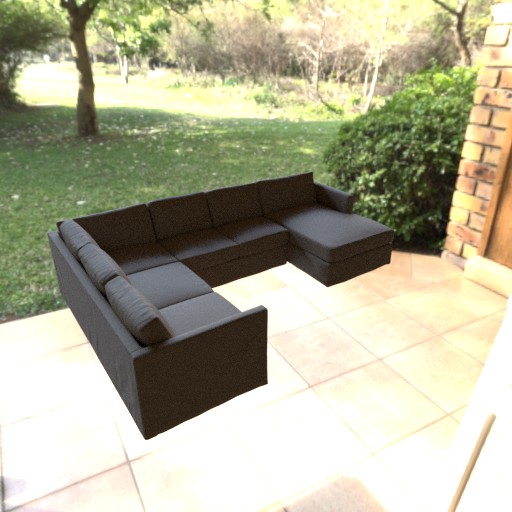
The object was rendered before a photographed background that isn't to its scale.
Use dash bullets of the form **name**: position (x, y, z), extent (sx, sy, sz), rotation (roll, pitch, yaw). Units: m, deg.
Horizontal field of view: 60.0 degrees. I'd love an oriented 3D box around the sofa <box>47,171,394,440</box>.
- **sofa**: position (0.000, 0.000, 4.546), extent (3.460, 0.882, 2.427), rotation (-17, 30, -31)
